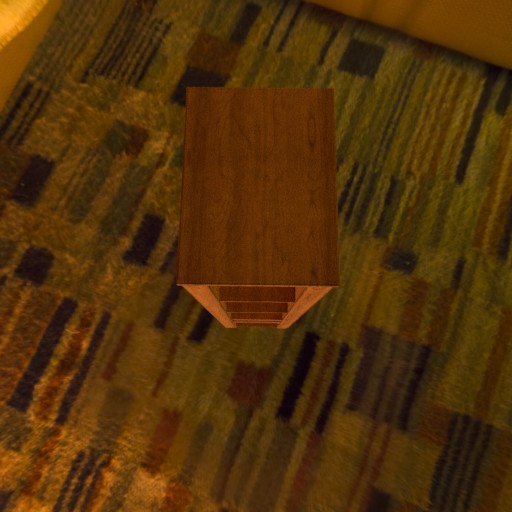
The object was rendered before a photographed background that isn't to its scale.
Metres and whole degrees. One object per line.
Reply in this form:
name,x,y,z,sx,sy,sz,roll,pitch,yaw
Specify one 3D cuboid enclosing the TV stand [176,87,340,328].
TV stand,0.000,0.000,2.079,0.435,1.828,0.565,1,77,0
